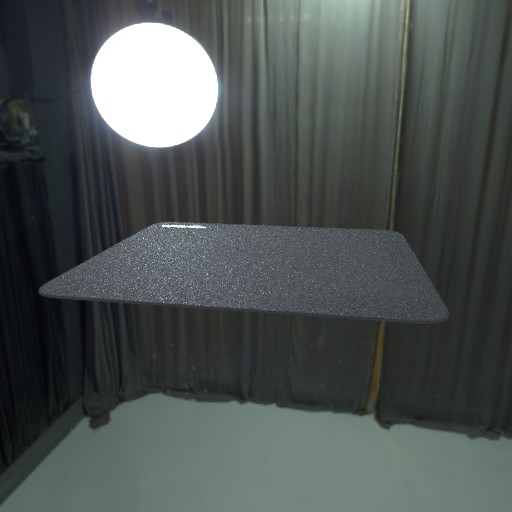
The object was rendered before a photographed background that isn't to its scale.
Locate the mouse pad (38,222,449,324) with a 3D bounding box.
[{"bbox_3d":[0.000,0.000,0.443,0.315,0.002,0.269,3,17,9],"label":"mouse pad"}]
